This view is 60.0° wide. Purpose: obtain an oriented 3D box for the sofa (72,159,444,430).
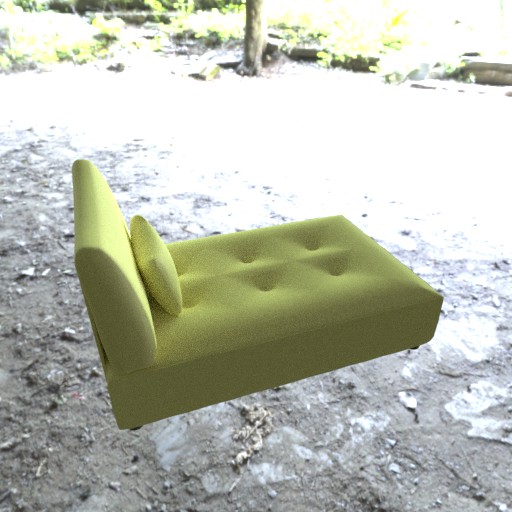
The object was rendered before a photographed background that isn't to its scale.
[{"bbox_3d":[0.000,0.000,2.031,1.450,0.820,0.930,-11,33,-17],"label":"sofa"}]
